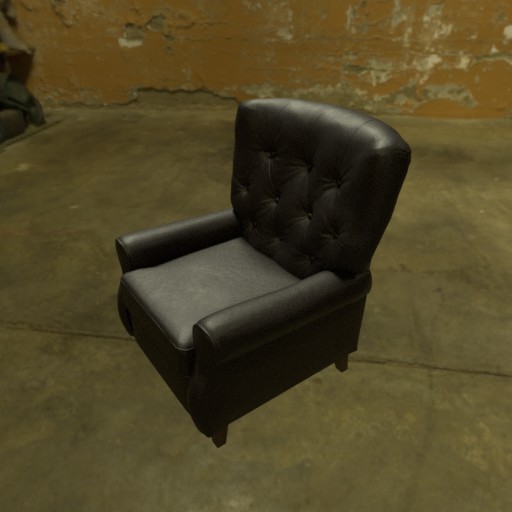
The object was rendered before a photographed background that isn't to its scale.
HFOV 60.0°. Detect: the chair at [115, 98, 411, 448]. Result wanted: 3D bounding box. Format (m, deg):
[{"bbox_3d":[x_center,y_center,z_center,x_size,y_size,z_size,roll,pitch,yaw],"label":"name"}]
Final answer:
[{"bbox_3d":[0.000,0.000,1.917,1.058,1.158,0.948,-20,36,-30],"label":"chair"}]
